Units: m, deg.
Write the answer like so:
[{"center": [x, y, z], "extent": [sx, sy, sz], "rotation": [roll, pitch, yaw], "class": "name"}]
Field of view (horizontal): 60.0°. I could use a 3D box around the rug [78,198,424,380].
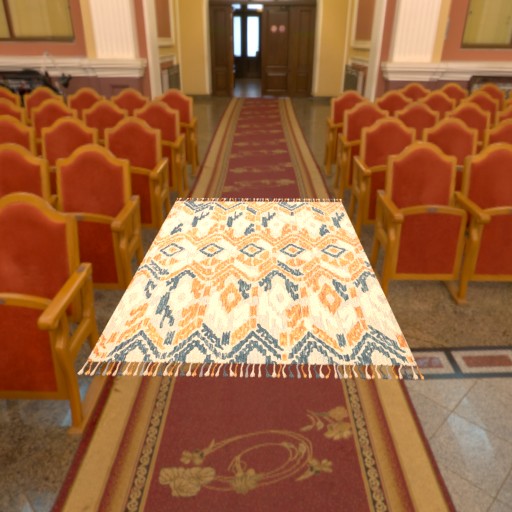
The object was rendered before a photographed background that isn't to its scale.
[{"center": [0.000, 0.000, 3.032], "extent": [1.533, 0.010, 2.428], "rotation": [1, 26, 1], "class": "rug"}]
